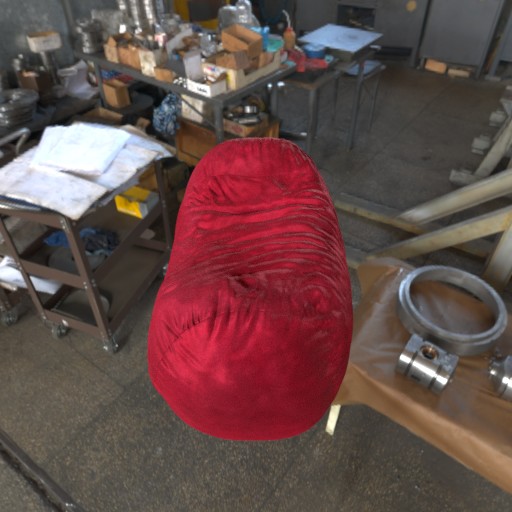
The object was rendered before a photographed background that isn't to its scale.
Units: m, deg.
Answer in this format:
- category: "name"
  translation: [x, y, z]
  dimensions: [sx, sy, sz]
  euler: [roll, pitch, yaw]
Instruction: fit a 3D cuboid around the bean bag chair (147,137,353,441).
- category: "bean bag chair"
  translation: [0.000, 0.000, 2.919]
  dimensions: [1.216, 0.867, 2.293]
  euler: [1, 42, 1]
